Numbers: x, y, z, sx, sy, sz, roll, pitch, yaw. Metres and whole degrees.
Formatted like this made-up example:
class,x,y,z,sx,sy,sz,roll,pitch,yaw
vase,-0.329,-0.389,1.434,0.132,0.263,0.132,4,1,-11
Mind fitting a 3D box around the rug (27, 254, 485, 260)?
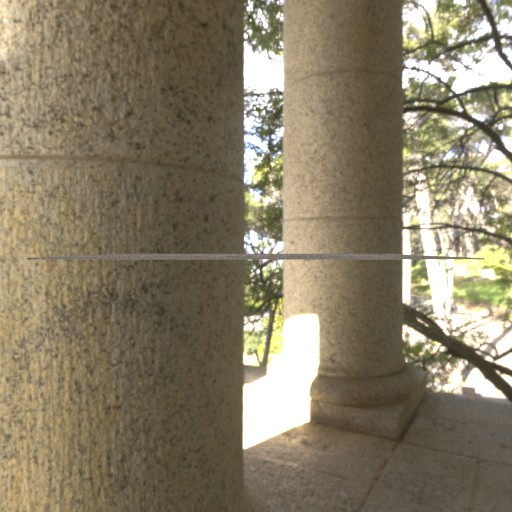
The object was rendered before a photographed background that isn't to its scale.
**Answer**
class,x,y,z,sx,sy,sz,roll,pitch,yaw
rug,0.000,0.000,3.133,2.486,0.013,1.548,0,1,0
